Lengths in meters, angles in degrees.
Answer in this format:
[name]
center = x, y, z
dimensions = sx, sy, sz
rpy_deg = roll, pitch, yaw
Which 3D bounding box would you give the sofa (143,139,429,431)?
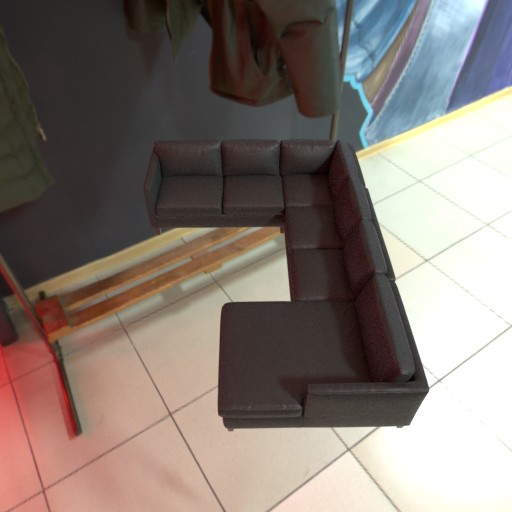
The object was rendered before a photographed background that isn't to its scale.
[sofa]
center = 0.000, 0.000, 4.674
dimensions = 2.593, 0.923, 3.460
rpy_deg = -1, 46, -1
